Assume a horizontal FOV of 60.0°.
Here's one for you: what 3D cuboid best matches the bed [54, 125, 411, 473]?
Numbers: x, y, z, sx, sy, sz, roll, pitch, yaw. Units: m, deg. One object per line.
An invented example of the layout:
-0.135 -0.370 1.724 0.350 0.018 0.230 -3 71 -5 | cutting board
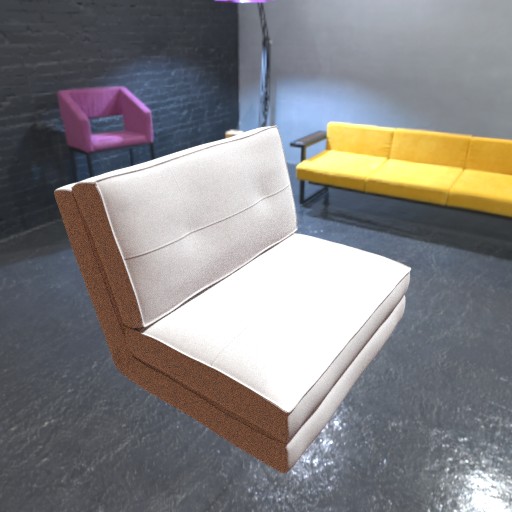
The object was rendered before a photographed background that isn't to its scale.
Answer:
0.000 0.000 1.336 0.749 0.614 0.799 18 32 31 | bed
